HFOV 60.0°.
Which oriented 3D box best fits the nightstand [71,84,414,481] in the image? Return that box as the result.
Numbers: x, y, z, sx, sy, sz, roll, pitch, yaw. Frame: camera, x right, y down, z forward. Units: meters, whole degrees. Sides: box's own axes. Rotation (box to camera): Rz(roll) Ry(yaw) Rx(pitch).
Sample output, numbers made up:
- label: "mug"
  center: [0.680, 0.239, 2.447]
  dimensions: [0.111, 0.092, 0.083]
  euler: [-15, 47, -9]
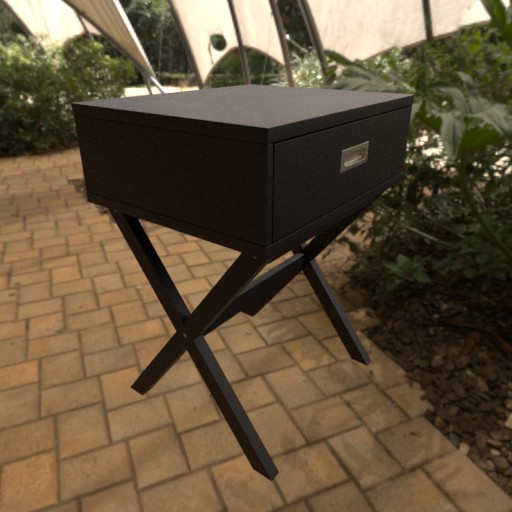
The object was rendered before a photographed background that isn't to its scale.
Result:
- label: "nightstand"
  center: [0.000, 0.000, 0.924]
  dimensions: [0.402, 0.623, 0.479]
  euler: [18, 31, 33]
